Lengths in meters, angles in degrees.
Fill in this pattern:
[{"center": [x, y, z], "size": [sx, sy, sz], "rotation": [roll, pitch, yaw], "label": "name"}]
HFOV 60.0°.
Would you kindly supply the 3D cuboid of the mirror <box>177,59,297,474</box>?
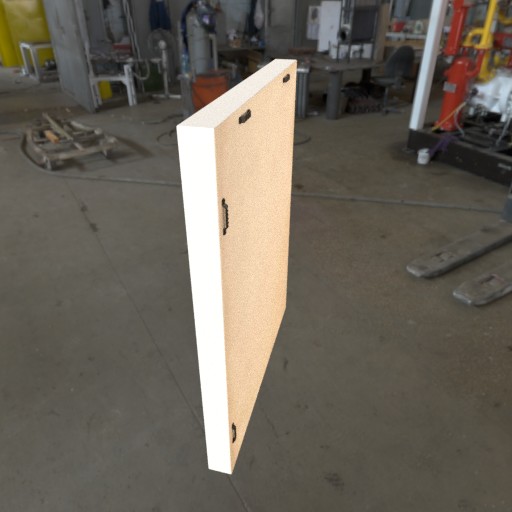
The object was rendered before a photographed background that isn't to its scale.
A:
[{"center": [0.000, 0.000, 0.687], "size": [0.041, 0.508, 0.405], "rotation": [8, 33, 12], "label": "mirror"}]
